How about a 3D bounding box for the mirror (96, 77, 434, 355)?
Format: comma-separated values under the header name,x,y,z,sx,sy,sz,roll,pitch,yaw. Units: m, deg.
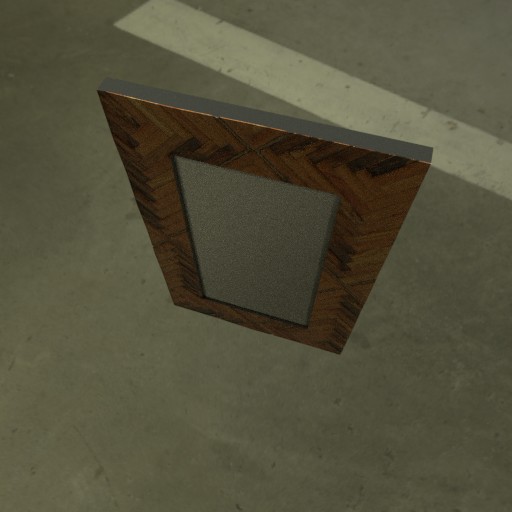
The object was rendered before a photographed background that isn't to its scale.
name,x,y,z,sx,sy,sz,roll,pitch,yaw
mirror,0.000,0.000,1.162,0.606,0.912,0.044,15,59,9
